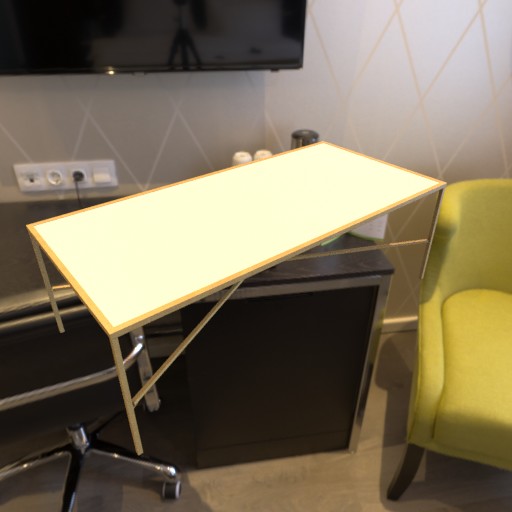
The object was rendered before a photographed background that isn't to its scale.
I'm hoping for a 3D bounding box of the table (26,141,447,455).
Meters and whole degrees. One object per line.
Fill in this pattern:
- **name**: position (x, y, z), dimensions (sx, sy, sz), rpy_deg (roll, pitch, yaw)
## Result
- **table**: position (0.000, 0.000, 1.491), dimensions (1.206, 0.398, 0.580), rpy_deg (-23, 39, -32)
